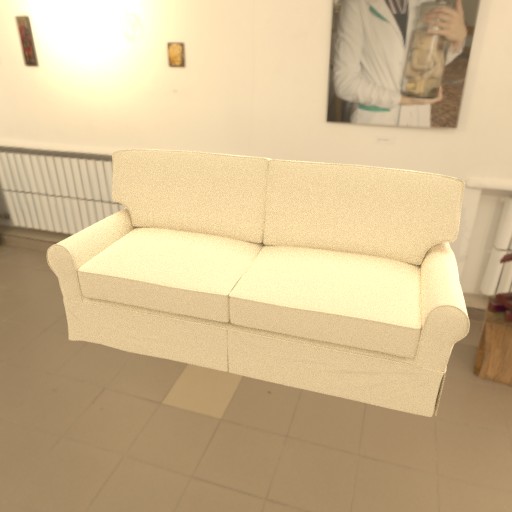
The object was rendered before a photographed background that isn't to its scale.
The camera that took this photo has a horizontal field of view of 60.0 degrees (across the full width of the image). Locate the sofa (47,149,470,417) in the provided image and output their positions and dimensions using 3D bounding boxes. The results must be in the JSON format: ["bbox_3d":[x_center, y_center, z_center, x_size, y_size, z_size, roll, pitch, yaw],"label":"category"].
[{"bbox_3d":[0.000,0.000,2.361,2.021,0.937,0.862,8,28,16],"label":"sofa"}]
